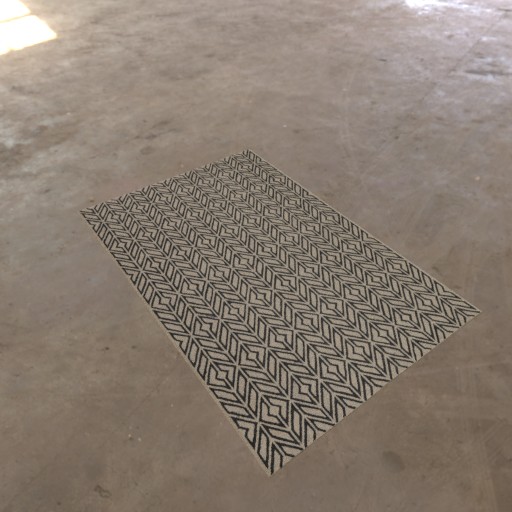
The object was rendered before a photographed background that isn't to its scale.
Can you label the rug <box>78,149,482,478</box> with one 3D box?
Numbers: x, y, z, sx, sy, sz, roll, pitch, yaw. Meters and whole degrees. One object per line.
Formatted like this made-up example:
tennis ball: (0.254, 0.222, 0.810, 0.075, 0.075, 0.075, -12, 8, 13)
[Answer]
rug: (0.000, 0.000, 2.295, 1.220, 0.007, 1.828, -26, 49, -26)
